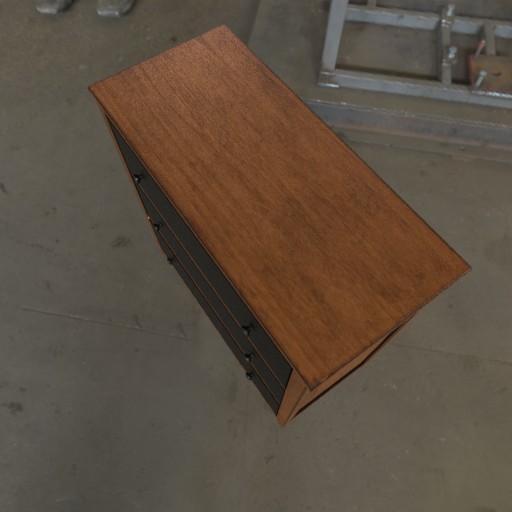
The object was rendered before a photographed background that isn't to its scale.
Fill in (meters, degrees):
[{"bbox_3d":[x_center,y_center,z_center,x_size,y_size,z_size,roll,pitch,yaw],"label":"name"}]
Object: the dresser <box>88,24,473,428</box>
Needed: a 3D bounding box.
[{"bbox_3d":[0.000,0.000,1.921,0.591,1.224,1.250,-32,68,-15],"label":"dresser"}]
